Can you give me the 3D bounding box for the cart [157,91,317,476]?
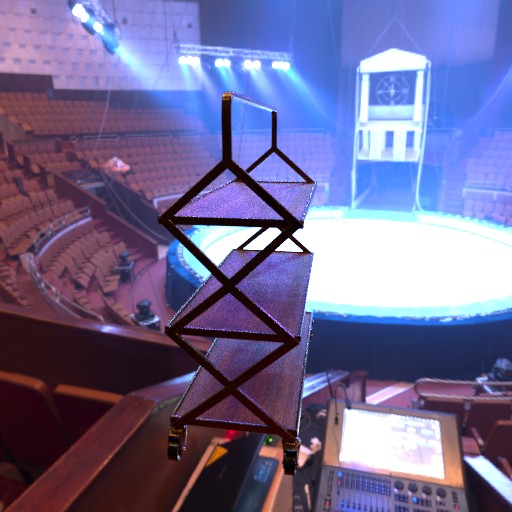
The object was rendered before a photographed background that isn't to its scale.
[{"bbox_3d":[0.000,0.000,1.222,0.313,0.805,0.723,3,16,9],"label":"cart"}]
